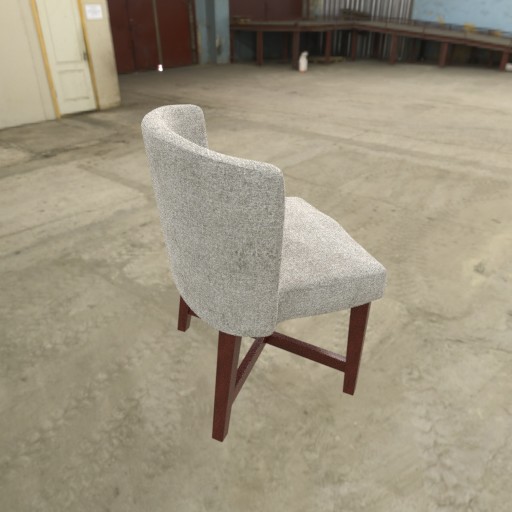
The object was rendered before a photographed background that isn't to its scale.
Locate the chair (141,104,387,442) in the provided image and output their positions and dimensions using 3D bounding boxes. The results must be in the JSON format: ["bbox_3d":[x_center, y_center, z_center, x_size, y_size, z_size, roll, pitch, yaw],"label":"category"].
[{"bbox_3d":[0.000,0.000,1.334,0.575,0.827,0.728,-10,30,-17],"label":"chair"}]
